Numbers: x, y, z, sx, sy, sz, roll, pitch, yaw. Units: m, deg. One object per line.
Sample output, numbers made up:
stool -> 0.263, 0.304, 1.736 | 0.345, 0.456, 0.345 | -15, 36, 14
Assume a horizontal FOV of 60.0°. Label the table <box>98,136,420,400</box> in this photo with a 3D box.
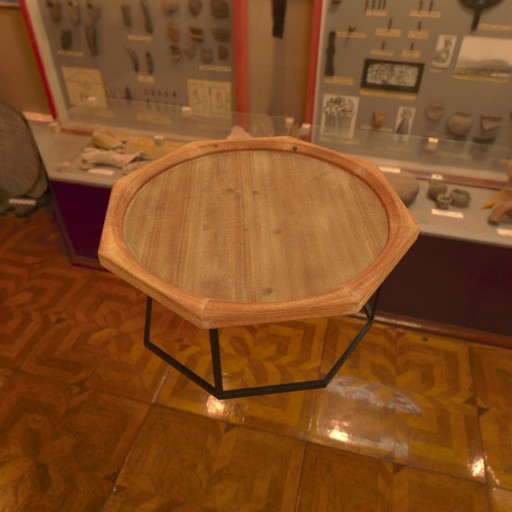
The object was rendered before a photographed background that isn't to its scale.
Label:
table -> 0.000, 0.000, 1.547 | 1.002, 0.444, 1.002 | 0, 40, 0
